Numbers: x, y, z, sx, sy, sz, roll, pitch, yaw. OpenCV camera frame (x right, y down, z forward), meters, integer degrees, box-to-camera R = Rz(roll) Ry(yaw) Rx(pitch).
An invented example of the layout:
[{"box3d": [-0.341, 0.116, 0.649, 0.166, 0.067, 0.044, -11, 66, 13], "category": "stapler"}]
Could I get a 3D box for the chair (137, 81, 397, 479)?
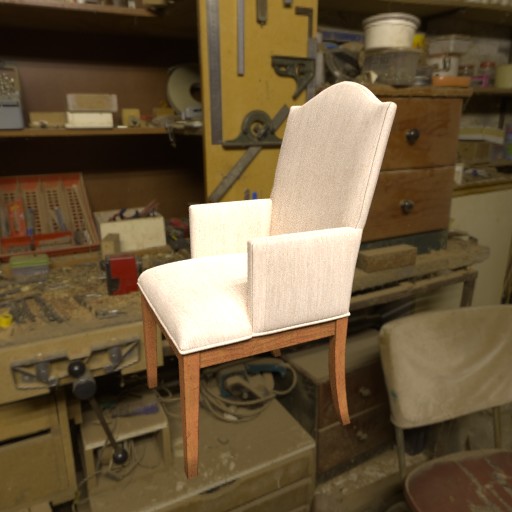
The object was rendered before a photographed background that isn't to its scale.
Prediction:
[{"box3d": [0.000, 0.000, 1.358, 0.641, 1.016, 0.533, -8, 19, -24], "category": "chair"}]
